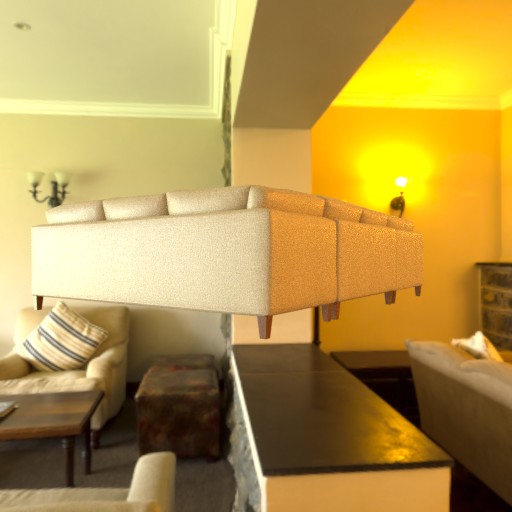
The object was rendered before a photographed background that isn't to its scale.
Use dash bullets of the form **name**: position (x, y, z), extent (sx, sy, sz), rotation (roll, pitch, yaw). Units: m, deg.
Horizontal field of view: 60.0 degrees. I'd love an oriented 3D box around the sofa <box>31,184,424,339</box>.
- **sofa**: position (0.000, 0.000, 4.646), extent (2.594, 0.961, 3.460), rotation (0, 0, 35)
